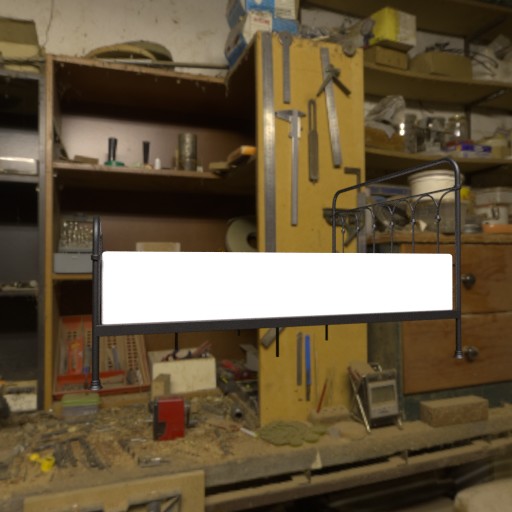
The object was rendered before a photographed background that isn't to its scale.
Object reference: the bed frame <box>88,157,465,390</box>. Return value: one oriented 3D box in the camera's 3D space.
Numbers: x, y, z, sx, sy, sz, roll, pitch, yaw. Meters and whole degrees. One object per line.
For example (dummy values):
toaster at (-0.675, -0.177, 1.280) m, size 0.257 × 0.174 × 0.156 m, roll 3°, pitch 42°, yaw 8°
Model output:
bed frame at (0.000, 0.000, 3.192) m, size 2.203 × 1.276 × 1.664 m, roll 0°, pitch -1°, yaw -19°
